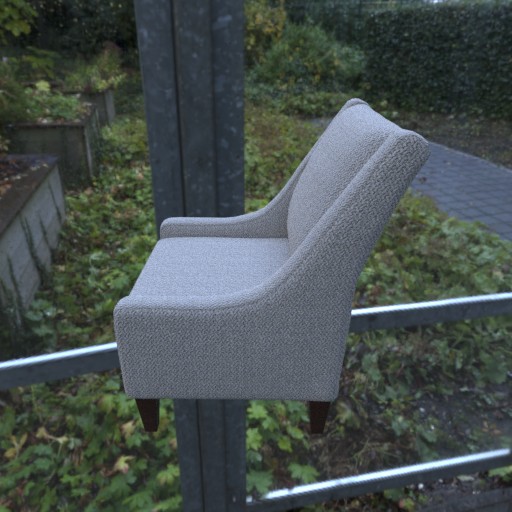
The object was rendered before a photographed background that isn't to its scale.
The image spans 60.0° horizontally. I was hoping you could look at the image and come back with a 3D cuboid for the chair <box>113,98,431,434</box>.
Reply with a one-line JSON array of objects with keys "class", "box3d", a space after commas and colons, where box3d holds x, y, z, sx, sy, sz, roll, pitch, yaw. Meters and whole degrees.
[{"class": "chair", "box3d": [0.000, 0.000, 1.616, 0.870, 1.014, 0.774, 0, 26, 1]}]
